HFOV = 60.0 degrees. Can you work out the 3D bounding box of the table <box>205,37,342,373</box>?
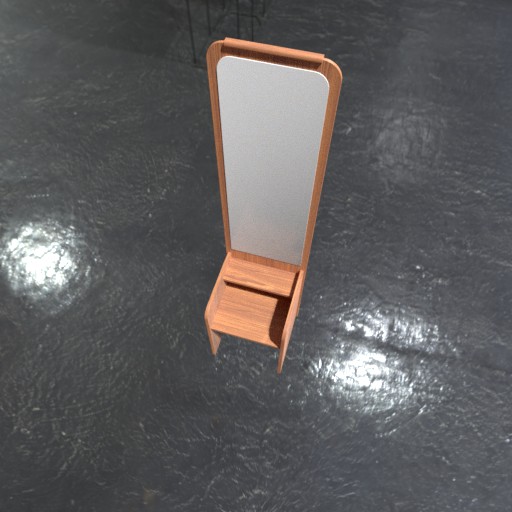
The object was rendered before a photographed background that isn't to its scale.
[{"bbox_3d":[0.000,0.000,2.043,0.450,1.830,0.420,14,59,9],"label":"table"}]
